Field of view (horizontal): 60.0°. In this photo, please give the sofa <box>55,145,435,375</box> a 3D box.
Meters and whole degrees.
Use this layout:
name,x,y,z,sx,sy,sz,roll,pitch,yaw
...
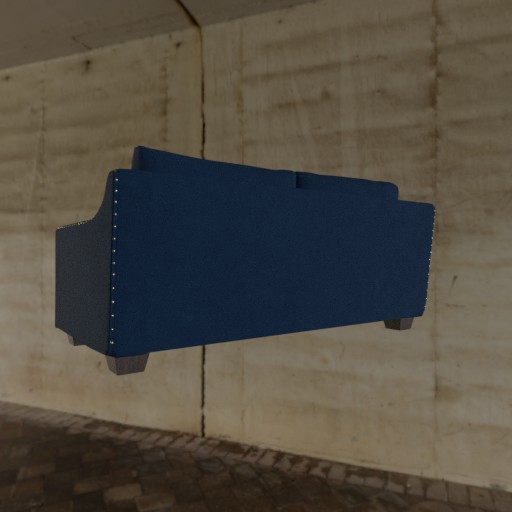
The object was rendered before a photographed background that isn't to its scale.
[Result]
name,x,y,z,sx,sy,sz,roll,pitch,yaw
sofa,0.000,0.000,2.732,2.107,0.983,1.104,0,0,-36
